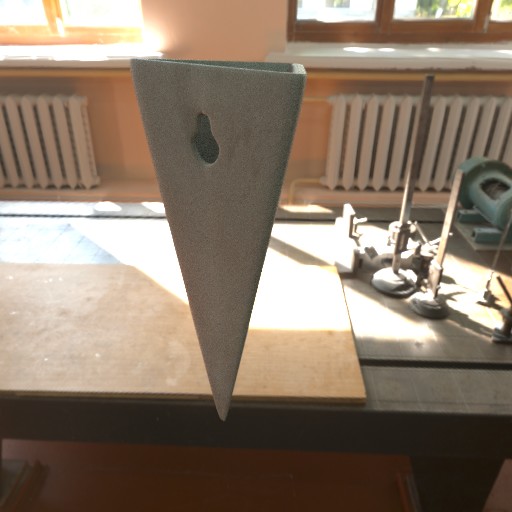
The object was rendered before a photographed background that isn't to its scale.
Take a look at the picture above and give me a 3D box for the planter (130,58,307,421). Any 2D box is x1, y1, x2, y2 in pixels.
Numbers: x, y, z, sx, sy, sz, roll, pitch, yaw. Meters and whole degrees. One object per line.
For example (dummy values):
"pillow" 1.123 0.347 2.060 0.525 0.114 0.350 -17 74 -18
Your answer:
"planter" 0.000 0.000 0.274 0.101 0.224 0.081 20 35 32
